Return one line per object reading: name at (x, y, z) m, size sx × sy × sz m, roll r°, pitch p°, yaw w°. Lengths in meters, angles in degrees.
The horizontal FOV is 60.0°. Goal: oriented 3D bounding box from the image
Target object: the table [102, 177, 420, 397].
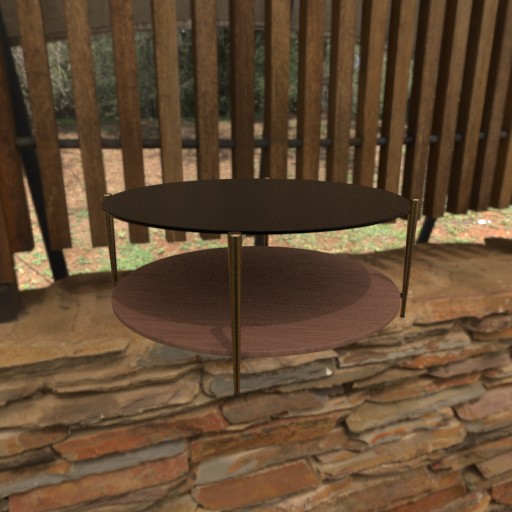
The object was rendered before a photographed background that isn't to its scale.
table at (0.000, 0.000, 1.476) m, size 0.938 × 0.400 × 0.938 m, roll -8°, pitch 18°, yaw -24°
